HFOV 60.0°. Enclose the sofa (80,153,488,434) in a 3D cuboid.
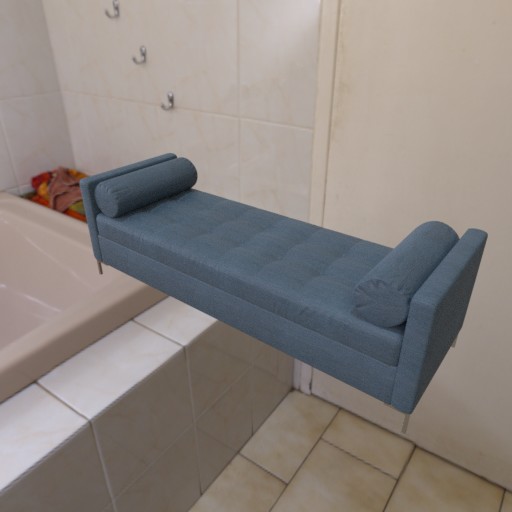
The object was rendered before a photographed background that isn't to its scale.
[{"bbox_3d":[0.000,0.000,2.319,1.981,0.635,0.686,20,35,32],"label":"sofa"}]
